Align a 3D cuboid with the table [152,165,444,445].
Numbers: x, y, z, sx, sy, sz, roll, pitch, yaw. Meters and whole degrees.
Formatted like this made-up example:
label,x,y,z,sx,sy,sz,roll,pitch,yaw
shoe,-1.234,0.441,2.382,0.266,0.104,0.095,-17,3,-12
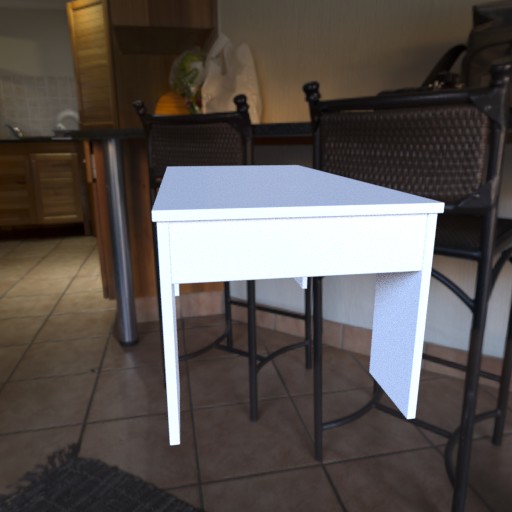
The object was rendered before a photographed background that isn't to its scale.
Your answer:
label,x,y,z,sx,sy,sz,roll,pitch,yaw
table,0.000,0.000,1.266,0.500,0.440,1.000,-3,16,-9
